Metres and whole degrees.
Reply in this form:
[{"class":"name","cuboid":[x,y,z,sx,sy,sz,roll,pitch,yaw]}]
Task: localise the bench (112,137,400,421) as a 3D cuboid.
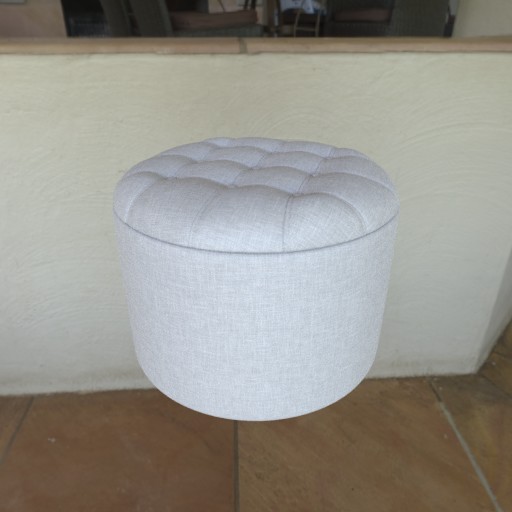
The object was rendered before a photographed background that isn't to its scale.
[{"class":"bench","cuboid":[0.000,0.000,1.028,0.600,0.453,0.600,0,28,0]}]
